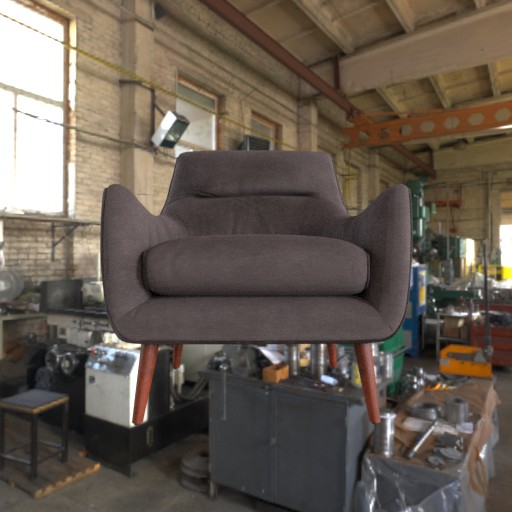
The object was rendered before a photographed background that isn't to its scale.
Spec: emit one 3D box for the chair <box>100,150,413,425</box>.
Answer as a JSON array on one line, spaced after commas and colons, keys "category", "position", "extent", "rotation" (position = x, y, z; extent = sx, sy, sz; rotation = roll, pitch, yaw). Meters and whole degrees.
[{"category": "chair", "position": [0.000, 0.000, 1.430], "extent": [0.762, 0.838, 0.787], "rotation": [0, -1, -1]}]
